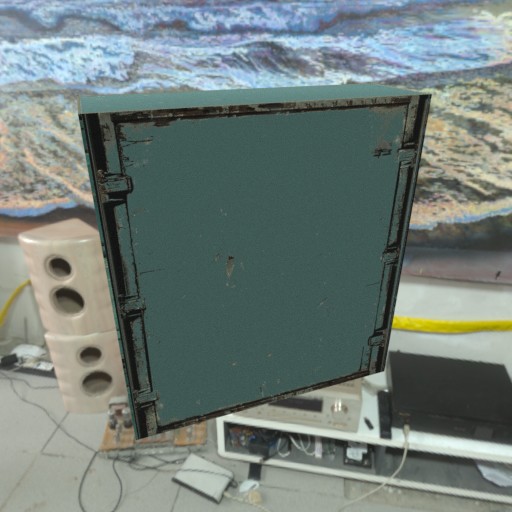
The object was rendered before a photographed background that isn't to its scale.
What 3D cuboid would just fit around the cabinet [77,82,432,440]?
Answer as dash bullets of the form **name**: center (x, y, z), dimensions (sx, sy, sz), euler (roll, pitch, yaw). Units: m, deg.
- **cabinet**: center (0.000, 0.000, 3.131), dimensions (2.000, 2.160, 0.680), euler (-10, 29, -18)
